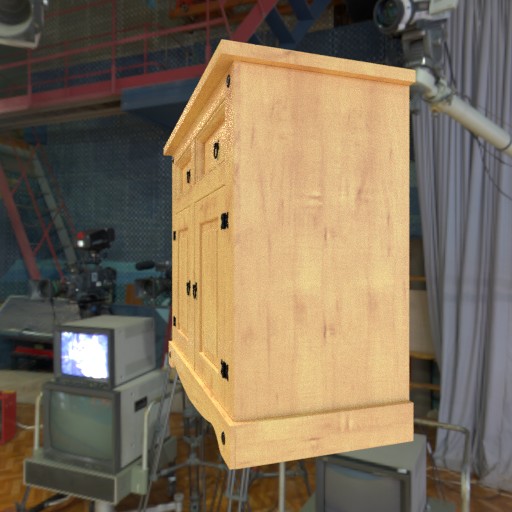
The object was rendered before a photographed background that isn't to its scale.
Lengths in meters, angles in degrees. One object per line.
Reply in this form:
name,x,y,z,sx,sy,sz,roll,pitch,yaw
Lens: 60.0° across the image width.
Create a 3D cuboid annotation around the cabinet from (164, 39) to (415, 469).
cabinet,0.000,0.000,1.365,0.450,0.840,0.920,0,0,-19
